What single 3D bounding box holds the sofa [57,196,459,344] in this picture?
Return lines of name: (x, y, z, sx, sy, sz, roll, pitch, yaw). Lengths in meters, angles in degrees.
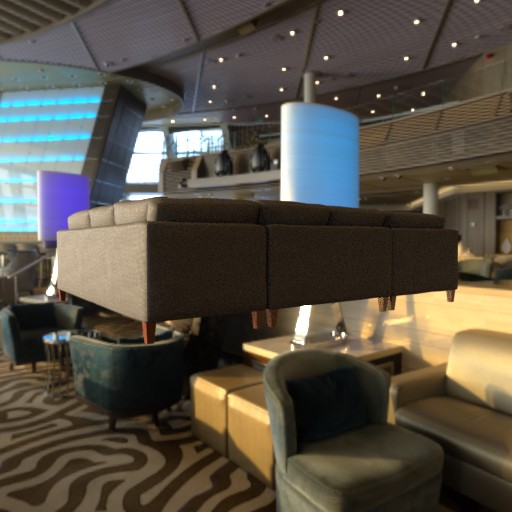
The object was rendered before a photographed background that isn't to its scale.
sofa: (0.000, 0.000, 4.693, 3.460, 0.961, 2.594, -1, 2, -35)
